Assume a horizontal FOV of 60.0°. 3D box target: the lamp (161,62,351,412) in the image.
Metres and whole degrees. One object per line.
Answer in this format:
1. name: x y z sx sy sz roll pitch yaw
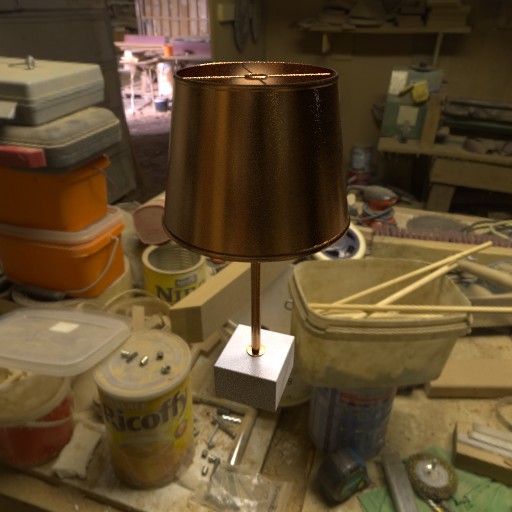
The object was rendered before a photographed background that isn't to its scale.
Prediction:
1. lamp: 0.000 0.000 0.524 0.208 0.406 0.208 0 30 0
